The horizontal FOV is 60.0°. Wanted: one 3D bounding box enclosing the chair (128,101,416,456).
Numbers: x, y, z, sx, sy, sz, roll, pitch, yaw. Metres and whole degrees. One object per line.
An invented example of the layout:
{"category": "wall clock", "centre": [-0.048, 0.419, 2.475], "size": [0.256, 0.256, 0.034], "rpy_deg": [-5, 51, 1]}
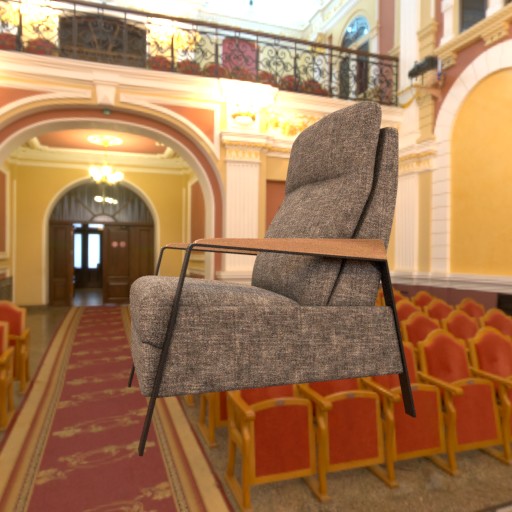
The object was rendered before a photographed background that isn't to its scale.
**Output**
{"category": "chair", "centre": [0.000, 0.000, 1.608], "size": [0.868, 1.042, 0.671], "rpy_deg": [0, 0, -19]}
